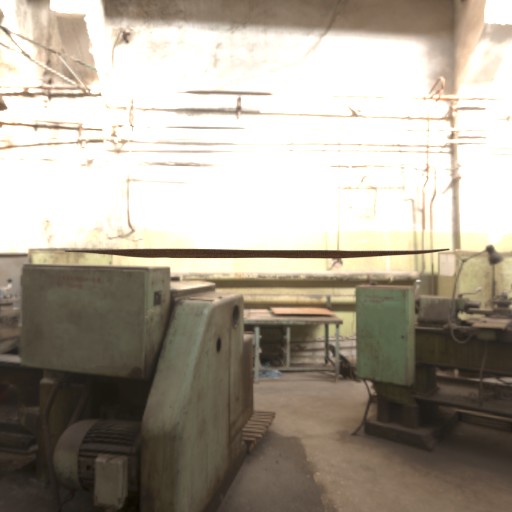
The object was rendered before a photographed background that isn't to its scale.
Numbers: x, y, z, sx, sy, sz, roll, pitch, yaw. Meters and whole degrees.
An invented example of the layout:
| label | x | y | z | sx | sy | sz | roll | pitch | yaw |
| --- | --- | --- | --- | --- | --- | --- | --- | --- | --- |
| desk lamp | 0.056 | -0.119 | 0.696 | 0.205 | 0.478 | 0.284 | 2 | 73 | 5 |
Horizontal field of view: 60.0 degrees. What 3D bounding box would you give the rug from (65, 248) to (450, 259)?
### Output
| label | x | y | z | sx | sy | sz | roll | pitch | yaw |
| --- | --- | --- | --- | --- | --- | --- | --- | --- | --- |
| rug | 0.000 | 0.000 | 2.310 | 1.220 | 0.017 | 1.835 | 0 | -1 | 0 |
